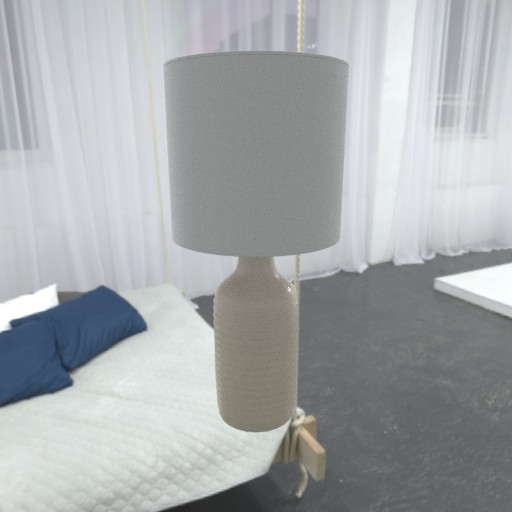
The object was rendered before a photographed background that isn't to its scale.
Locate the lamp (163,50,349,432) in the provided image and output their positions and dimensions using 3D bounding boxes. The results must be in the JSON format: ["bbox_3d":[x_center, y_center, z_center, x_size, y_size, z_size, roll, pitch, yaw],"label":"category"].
[{"bbox_3d":[0.000,0.000,0.600,0.220,0.475,0.220,14,21,41],"label":"lamp"}]
